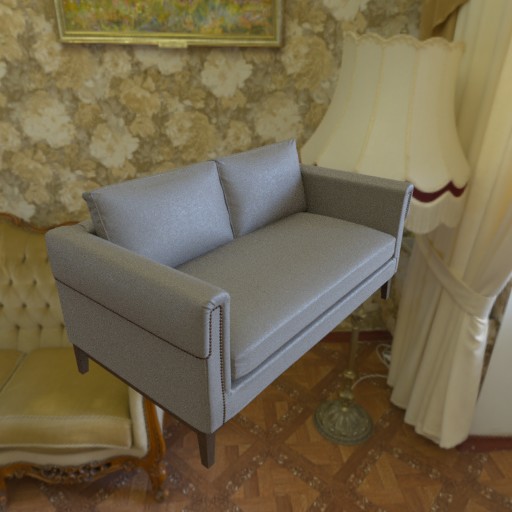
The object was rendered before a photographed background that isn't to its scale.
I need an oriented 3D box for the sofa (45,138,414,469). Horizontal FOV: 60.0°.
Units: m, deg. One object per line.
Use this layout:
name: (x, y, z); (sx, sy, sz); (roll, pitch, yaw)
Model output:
sofa: (0.000, 0.000, 2.145); (0.899, 0.873, 1.598); (19, 31, 35)
